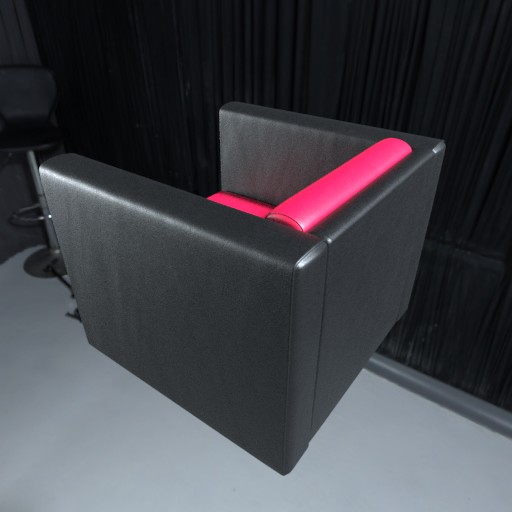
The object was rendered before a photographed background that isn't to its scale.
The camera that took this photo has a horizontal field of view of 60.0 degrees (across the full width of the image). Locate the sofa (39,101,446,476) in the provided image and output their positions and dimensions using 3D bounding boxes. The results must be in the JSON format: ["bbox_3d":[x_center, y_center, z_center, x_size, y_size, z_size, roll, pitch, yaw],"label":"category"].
[{"bbox_3d":[0.000,0.000,1.407,0.809,0.724,0.839,22,38,30],"label":"sofa"}]
